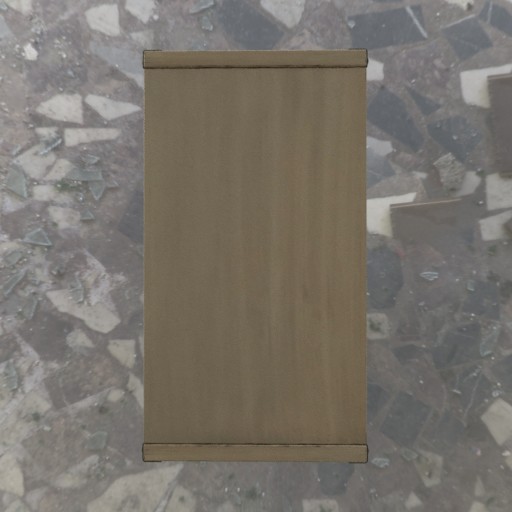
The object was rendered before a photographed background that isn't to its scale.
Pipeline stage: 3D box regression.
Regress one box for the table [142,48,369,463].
[{"bbox_3d":[0.000,0.000,1.300,0.559,0.456,1.016,0,90,1],"label":"table"}]
